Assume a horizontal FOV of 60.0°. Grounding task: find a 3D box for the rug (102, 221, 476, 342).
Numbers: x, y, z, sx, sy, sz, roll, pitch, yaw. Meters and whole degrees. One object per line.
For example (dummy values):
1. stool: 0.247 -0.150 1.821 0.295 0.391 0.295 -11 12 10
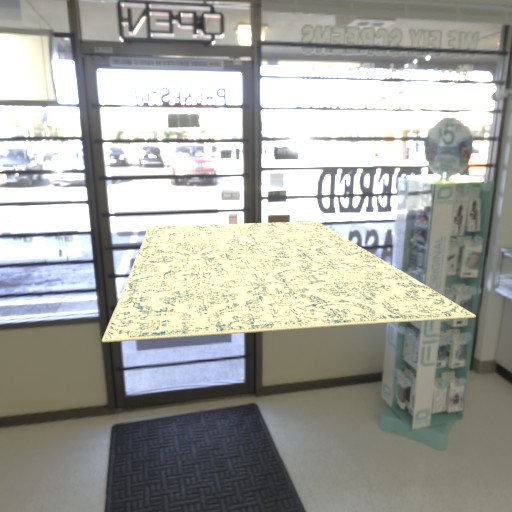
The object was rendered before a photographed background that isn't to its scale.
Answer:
1. rug: 0.000 0.000 3.409 1.819 0.018 2.746 -2 15 -9
